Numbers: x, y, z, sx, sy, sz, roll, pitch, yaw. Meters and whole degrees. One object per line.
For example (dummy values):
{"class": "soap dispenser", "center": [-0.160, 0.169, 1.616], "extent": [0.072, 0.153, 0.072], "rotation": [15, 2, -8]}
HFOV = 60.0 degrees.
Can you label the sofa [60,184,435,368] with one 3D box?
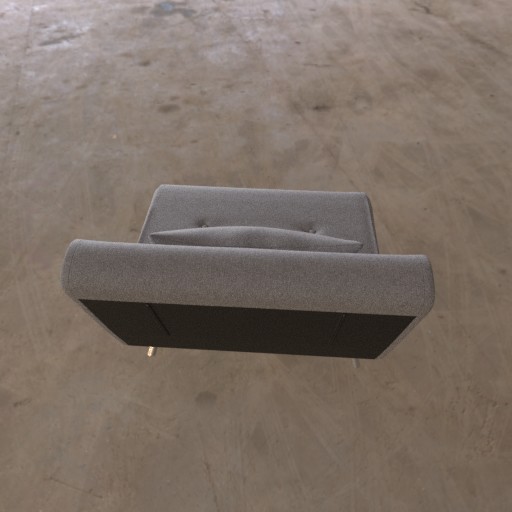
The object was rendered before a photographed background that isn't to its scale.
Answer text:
{"class": "sofa", "center": [0.000, 0.000, 1.762], "extent": [1.020, 0.825, 1.000], "rotation": [3, 46, 3]}
